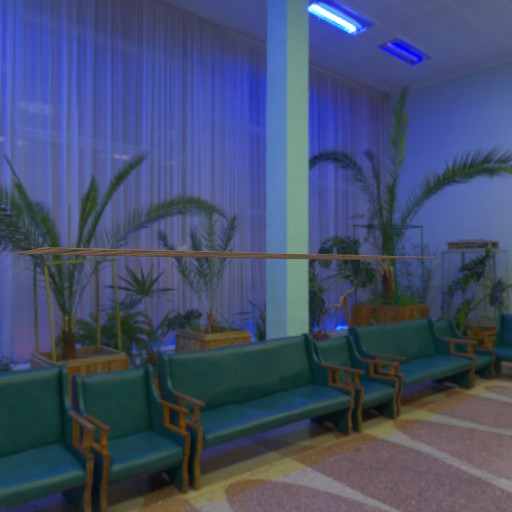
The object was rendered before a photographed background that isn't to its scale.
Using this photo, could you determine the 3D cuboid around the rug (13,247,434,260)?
[{"bbox_3d":[0.000,0.000,2.616,2.444,0.010,0.799,1,-2,-36],"label":"rug"}]
